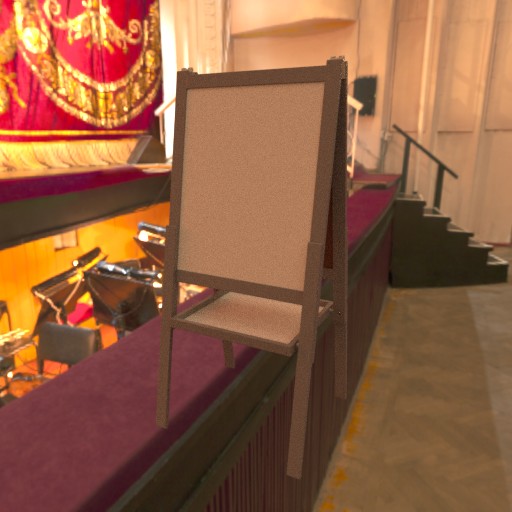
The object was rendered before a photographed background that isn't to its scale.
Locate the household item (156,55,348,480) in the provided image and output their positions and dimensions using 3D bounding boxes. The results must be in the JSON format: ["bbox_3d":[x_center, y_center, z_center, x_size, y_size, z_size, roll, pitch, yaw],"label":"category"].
[{"bbox_3d":[0.000,0.000,1.449,0.531,1.172,0.469,8,18,27],"label":"household item"}]
